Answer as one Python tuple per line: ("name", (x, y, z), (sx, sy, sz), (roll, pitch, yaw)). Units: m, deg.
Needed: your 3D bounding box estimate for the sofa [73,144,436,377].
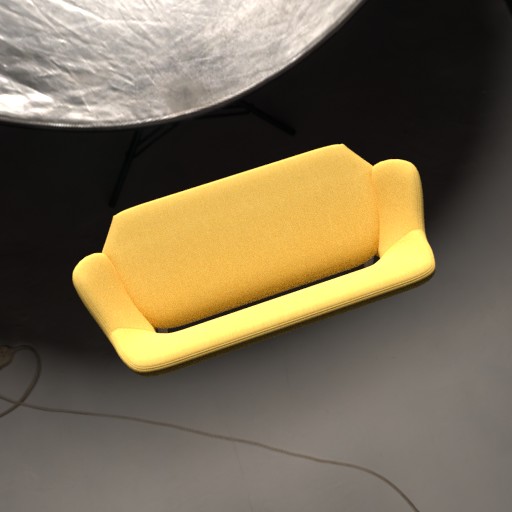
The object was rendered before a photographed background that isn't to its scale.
("sofa", (0.000, 0.000, 1.595), (1.150, 0.840, 0.610), (-18, 78, -4))
